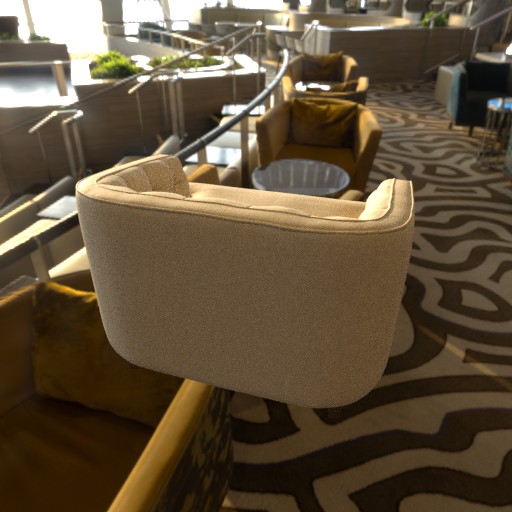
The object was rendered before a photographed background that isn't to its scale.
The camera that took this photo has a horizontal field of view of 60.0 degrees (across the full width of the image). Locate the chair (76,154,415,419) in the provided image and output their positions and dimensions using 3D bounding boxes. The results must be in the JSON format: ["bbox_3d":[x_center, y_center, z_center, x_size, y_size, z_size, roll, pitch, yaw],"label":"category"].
[{"bbox_3d":[0.000,0.000,1.746,1.118,0.787,0.914,9,33,15],"label":"chair"}]
